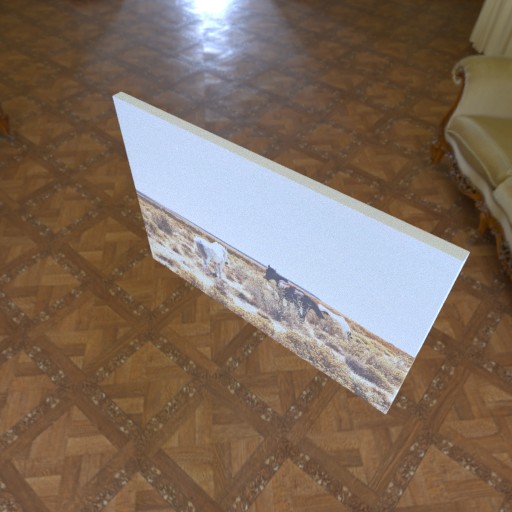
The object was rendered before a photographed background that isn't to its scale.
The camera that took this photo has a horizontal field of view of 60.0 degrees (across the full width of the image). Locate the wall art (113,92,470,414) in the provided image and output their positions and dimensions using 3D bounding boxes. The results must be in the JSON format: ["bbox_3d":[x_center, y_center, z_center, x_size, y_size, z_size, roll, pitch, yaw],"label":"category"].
[{"bbox_3d":[0.000,0.000,1.943,1.520,1.016,0.051,30,54,25],"label":"wall art"}]
